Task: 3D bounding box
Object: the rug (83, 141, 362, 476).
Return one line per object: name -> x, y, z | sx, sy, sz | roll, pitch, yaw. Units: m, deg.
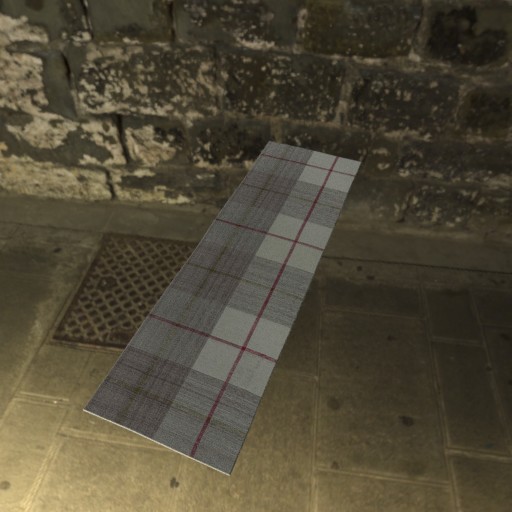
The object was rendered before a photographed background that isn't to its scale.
rug -> 0.000, 0.000, 2.752 | 0.762, 0.013, 2.439 | 17, 50, 15
